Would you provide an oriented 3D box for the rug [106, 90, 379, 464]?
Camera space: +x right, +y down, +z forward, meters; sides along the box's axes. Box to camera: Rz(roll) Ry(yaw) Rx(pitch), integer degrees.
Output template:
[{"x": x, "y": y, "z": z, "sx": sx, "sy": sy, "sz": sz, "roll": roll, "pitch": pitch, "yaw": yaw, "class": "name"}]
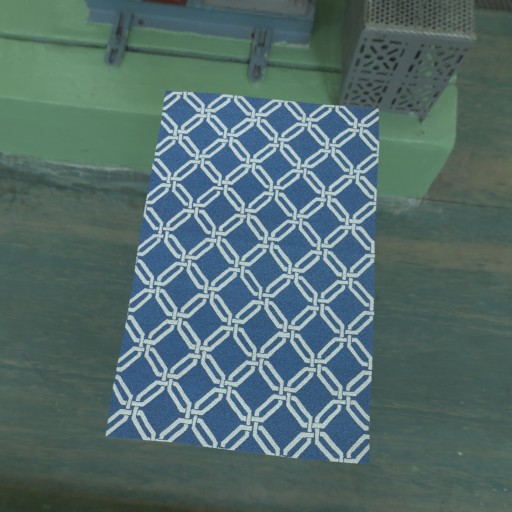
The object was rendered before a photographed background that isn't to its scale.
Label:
[{"x": 0.000, "y": 0.000, "z": 2.136, "sx": 1.153, "sy": 0.010, "sz": 1.755, "roll": 5, "pitch": 75, "yaw": 1, "class": "rug"}]
